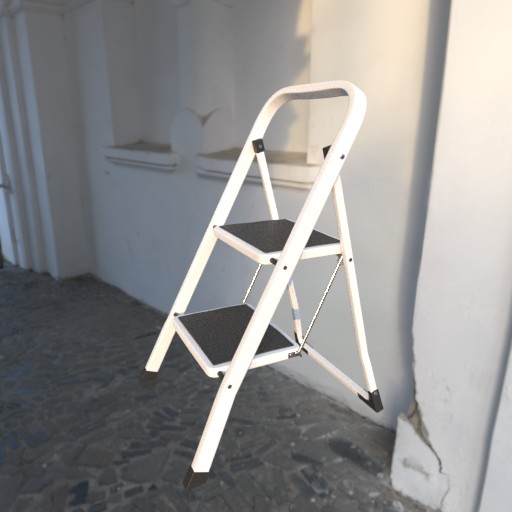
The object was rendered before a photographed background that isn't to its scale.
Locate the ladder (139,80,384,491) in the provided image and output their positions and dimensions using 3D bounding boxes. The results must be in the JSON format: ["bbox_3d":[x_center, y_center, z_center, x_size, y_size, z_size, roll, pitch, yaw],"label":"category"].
[{"bbox_3d":[0.000,0.000,1.101,0.544,0.810,0.460,-8,19,-25],"label":"ladder"}]
